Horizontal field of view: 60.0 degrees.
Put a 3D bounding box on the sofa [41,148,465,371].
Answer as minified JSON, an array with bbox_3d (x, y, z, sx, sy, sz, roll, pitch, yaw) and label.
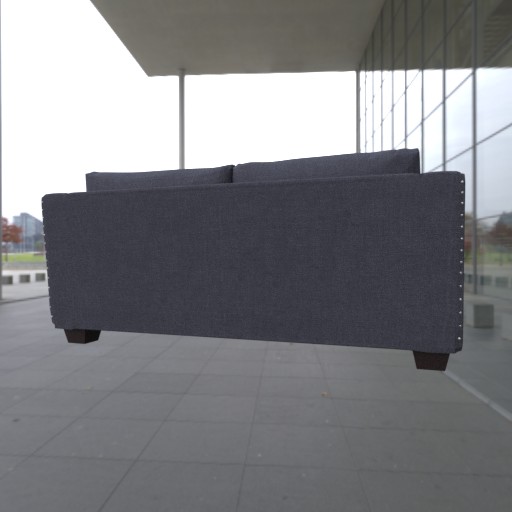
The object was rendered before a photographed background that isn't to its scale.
[{"bbox_3d":[0.000,0.000,3.140,2.550,1.196,1.336,0,0,19],"label":"sofa"}]
